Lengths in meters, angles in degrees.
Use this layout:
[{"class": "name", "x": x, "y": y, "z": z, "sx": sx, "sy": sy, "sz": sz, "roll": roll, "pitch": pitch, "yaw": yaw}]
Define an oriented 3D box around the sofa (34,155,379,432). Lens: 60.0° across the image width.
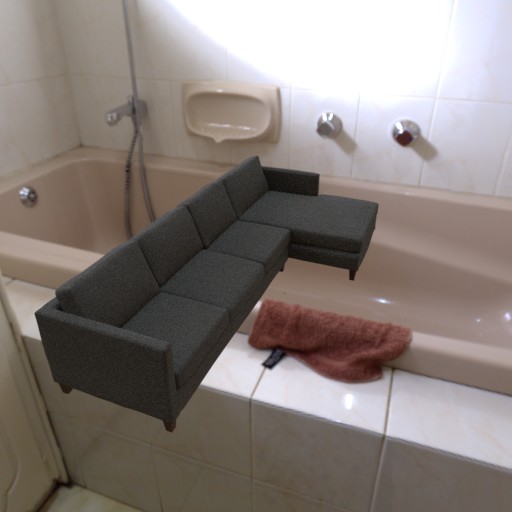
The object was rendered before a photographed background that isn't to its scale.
[{"class": "sofa", "x": 0.000, "y": 0.000, "z": 3.812, "sx": 1.625, "sy": 0.846, "sz": 3.186, "roll": 11, "pitch": 31, "yaw": 19}]
